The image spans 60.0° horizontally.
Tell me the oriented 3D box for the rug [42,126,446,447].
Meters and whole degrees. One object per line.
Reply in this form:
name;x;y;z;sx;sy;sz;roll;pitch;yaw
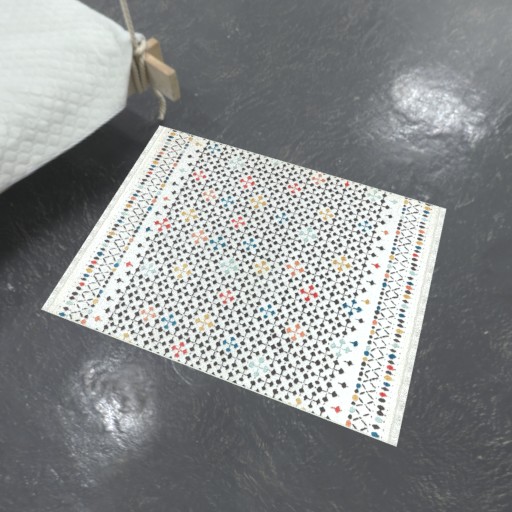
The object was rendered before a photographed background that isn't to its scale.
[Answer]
rug;0.000;0.000;4.197;3.196;0.007;2.354;18;63;10
